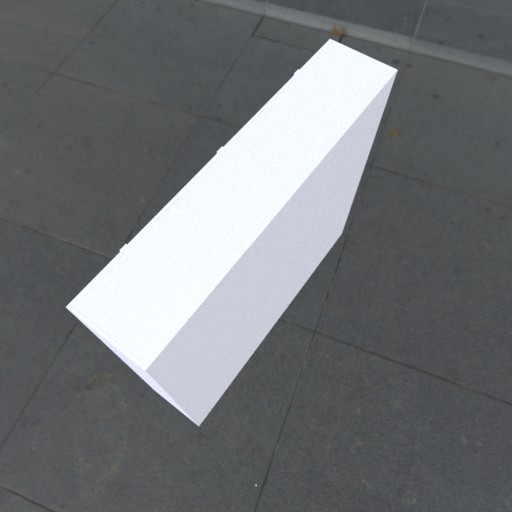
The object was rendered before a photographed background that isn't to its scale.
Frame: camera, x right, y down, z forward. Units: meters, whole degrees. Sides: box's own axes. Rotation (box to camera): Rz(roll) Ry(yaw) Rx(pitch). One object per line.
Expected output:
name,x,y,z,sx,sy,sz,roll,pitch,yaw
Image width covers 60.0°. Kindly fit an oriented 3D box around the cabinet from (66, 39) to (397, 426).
cabinet,0.000,0.000,3.865,0.590,2.370,2.700,33,67,16
